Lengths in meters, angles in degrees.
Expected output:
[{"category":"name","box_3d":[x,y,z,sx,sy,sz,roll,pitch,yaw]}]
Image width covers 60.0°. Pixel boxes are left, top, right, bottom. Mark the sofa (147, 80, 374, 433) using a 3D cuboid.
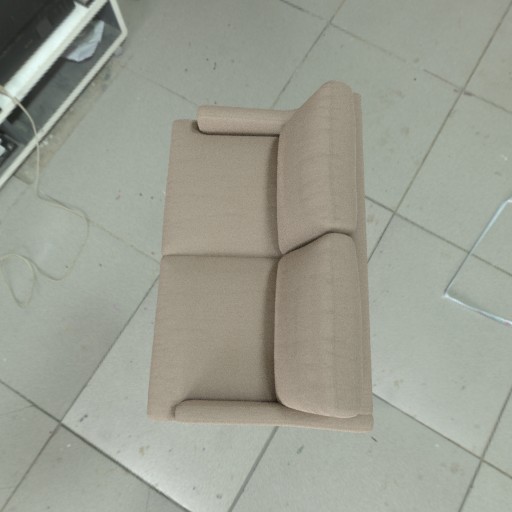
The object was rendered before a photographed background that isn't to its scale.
[{"category":"sofa","box_3d":[0.000,0.000,2.244,1.004,0.910,1.619,2,75,0]}]
